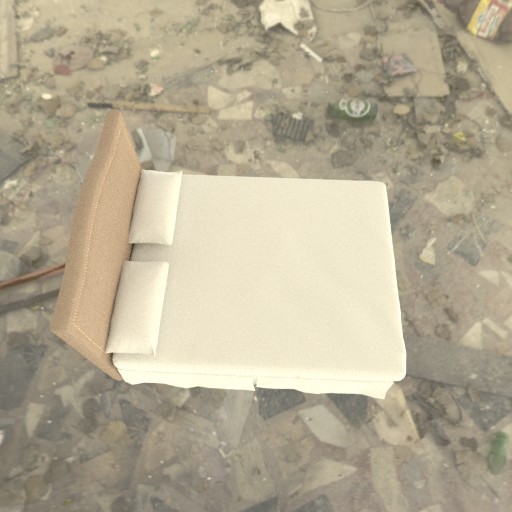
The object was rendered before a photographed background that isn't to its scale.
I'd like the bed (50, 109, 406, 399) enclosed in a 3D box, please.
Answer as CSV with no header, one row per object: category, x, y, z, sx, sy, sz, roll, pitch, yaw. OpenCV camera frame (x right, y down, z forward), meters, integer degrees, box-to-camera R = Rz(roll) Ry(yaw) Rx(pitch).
bed,0.000,0.000,3.433,2.282,1.436,1.821,2,63,1
